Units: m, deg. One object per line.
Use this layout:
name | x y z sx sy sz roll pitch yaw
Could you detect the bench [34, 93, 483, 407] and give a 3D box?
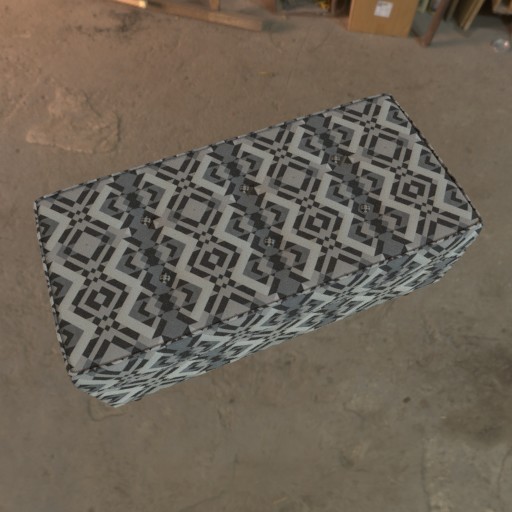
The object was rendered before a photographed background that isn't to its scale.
bench | 0.000 0.000 1.269 1.016 0.477 0.492 -19 65 -10
